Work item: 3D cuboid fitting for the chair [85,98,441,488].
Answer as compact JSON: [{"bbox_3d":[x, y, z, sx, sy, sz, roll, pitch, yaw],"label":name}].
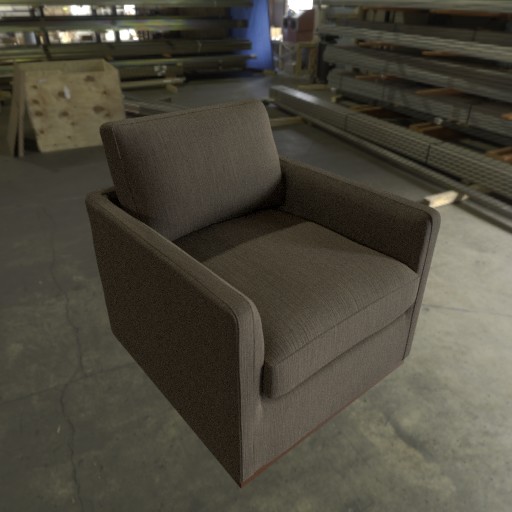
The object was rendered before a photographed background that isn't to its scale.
[{"bbox_3d":[0.000,0.000,1.420,0.763,0.811,0.834,-23,37,-33],"label":"chair"}]
